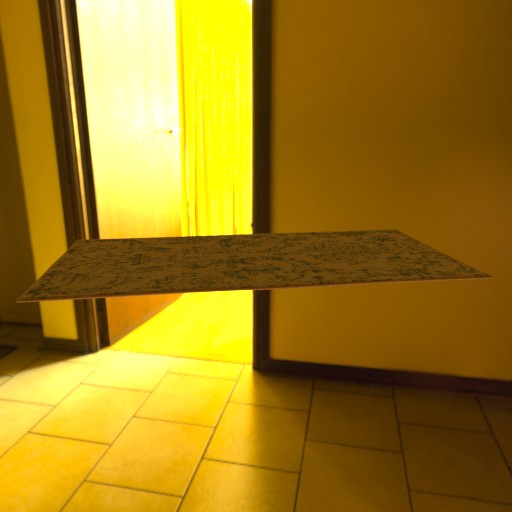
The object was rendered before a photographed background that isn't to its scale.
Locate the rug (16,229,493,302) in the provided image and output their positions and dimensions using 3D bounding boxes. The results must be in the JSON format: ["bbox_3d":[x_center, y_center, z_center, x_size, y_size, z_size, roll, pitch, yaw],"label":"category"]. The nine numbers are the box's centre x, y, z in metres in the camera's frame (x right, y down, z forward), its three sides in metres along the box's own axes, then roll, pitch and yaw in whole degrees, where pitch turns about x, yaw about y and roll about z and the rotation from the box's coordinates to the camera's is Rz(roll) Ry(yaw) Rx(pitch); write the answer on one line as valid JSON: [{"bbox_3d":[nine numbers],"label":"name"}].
[{"bbox_3d":[0.000,0.000,1.401,1.220,0.007,0.605,-2,16,-8],"label":"rug"}]
